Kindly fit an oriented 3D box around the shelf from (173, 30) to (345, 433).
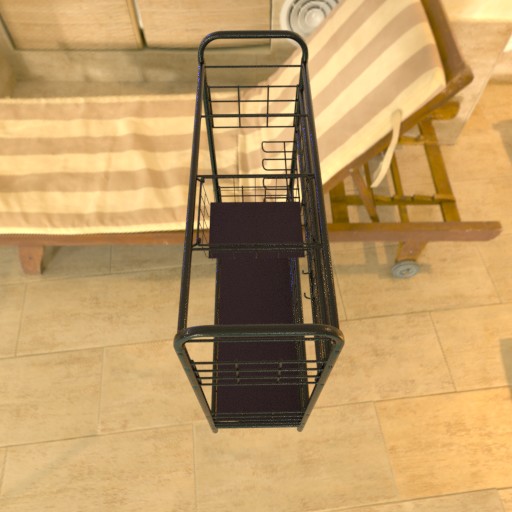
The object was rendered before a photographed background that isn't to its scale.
[{"bbox_3d":[0.000,0.000,1.507,0.350,1.026,0.961,-1,59,0],"label":"shelf"}]
